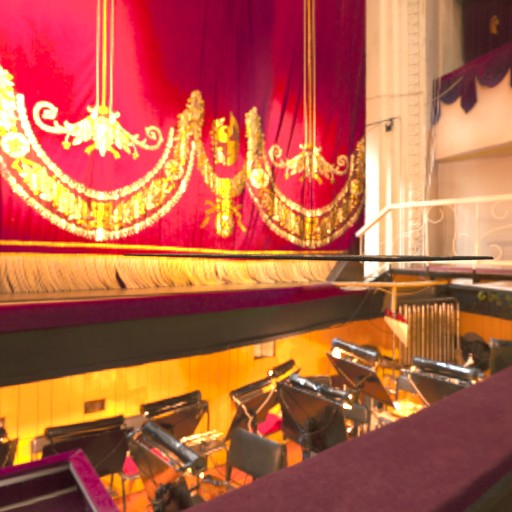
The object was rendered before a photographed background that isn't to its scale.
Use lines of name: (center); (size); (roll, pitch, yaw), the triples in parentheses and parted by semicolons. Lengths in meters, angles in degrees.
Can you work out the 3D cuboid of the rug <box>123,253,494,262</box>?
rug: (0.000, 0.000, 2.484); (0.678, 0.014, 2.276); (0, 1, -37)
